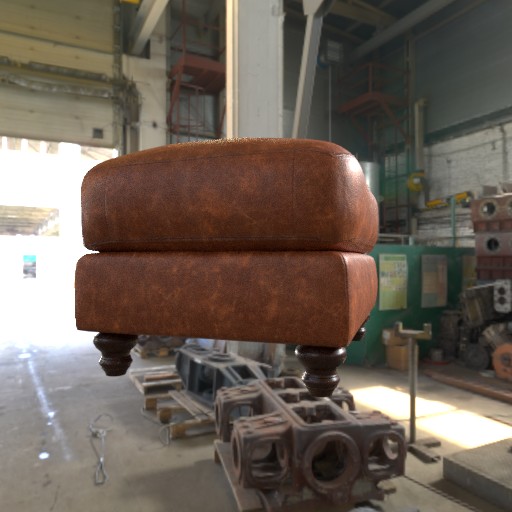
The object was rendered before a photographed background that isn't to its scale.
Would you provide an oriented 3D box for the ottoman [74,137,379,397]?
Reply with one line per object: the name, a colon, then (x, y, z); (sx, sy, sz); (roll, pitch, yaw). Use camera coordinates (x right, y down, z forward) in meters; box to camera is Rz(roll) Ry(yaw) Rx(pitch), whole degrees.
ottoman: (0.000, 0.000, 1.276); (0.657, 0.562, 0.832); (0, 0, 18)
